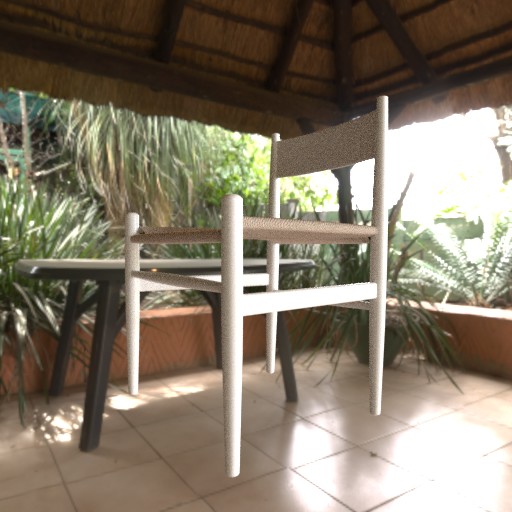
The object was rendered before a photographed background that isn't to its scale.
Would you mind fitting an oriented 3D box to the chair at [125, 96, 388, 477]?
[{"bbox_3d":[0.000,0.000,1.116,0.495,0.762,0.556,-1,2,-34],"label":"chair"}]
